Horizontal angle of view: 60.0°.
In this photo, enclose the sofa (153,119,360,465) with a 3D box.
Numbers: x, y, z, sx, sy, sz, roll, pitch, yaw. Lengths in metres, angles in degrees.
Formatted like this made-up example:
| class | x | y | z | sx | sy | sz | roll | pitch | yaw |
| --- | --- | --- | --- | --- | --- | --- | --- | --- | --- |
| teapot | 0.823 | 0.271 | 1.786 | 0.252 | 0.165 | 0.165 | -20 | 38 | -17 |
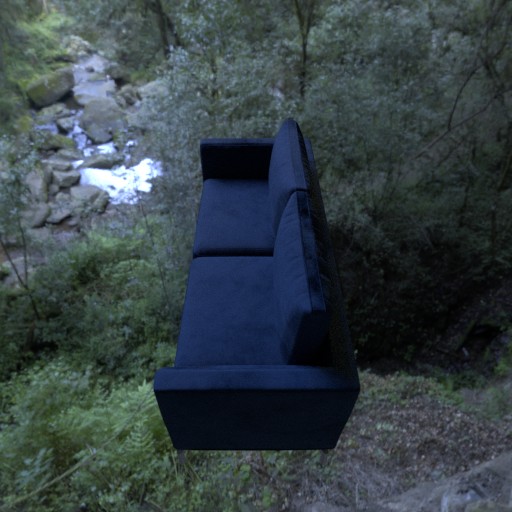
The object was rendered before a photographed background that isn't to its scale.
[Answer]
| class | x | y | z | sx | sy | sz | roll | pitch | yaw |
| --- | --- | --- | --- | --- | --- | --- | --- | --- | --- |
| sofa | 0.000 | 0.000 | 2.768 | 0.853 | 0.998 | 2.212 | 0 | 41 | 0 |
